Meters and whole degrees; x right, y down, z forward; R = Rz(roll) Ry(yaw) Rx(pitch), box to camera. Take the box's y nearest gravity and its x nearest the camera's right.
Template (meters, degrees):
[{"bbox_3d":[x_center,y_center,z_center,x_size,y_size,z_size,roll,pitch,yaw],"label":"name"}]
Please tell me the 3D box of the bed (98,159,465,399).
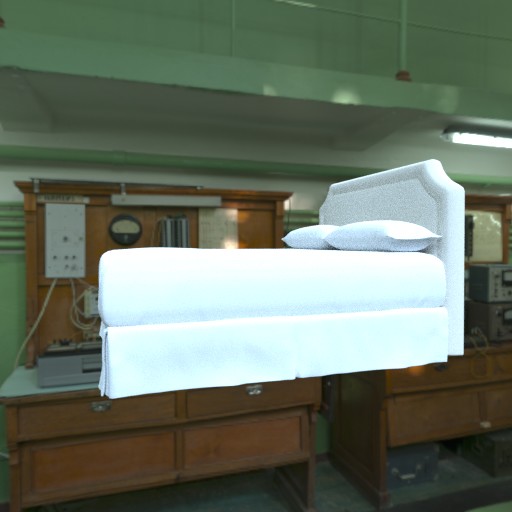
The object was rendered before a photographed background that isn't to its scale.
[{"bbox_3d":[0.000,0.000,3.792,2.548,1.524,2.134,-1,2,-19],"label":"bed"}]
